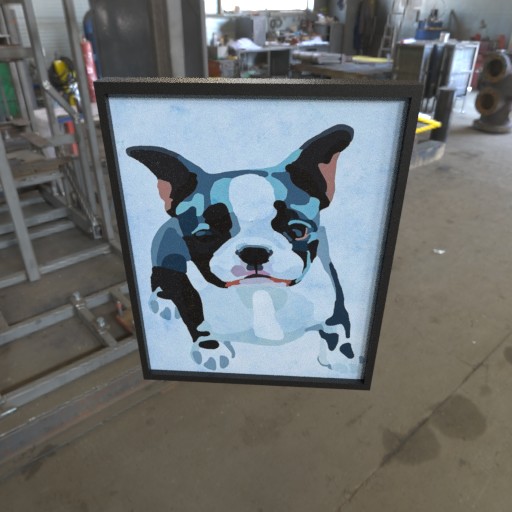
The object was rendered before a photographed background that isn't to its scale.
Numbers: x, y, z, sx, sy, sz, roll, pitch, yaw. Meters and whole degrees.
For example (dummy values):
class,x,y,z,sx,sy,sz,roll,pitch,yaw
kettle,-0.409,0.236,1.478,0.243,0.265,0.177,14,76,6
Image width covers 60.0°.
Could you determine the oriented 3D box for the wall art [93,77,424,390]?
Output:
class,x,y,z,sx,sy,sz,roll,pitch,yaw
wall art,0.000,0.000,0.497,0.294,0.369,0.030,2,30,3
